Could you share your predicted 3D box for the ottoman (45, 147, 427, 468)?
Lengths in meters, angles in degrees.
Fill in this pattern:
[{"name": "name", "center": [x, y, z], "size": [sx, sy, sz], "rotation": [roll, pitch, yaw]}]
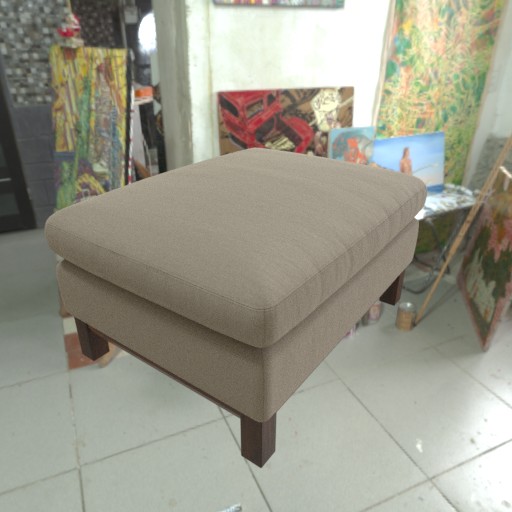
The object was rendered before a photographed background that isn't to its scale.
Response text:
[{"name": "ottoman", "center": [0.000, 0.000, 1.117], "size": [0.606, 0.420, 0.771], "rotation": [18, 32, 32]}]
